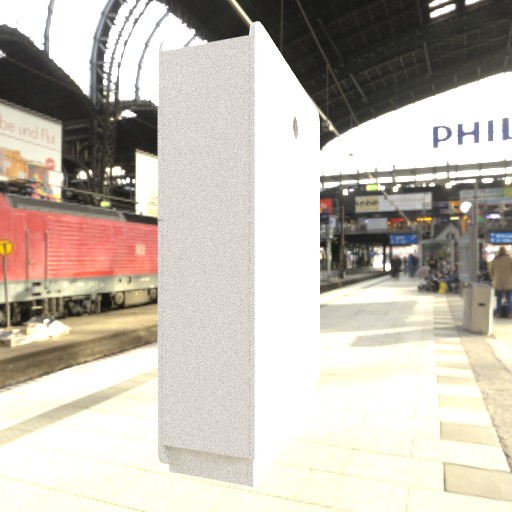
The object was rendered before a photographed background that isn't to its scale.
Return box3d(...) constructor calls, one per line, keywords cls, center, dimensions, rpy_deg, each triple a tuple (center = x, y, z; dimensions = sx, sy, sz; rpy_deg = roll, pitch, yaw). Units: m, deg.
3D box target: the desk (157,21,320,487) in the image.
box3d(cls="desk", center=(0.000, 0.000, 1.510), dimensions=(0.278, 1.190, 0.795), rpy_deg=(0, 0, 19))
